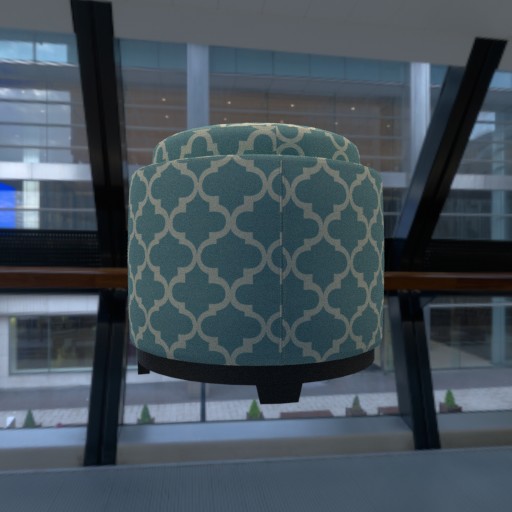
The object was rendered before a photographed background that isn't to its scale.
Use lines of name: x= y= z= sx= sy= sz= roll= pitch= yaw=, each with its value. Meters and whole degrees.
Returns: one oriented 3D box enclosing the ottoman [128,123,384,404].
ottoman: x=0.000 y=0.000 z=0.864 sx=0.480 sy=0.429 sz=0.480 roll=0 pitch=0 yaw=0
